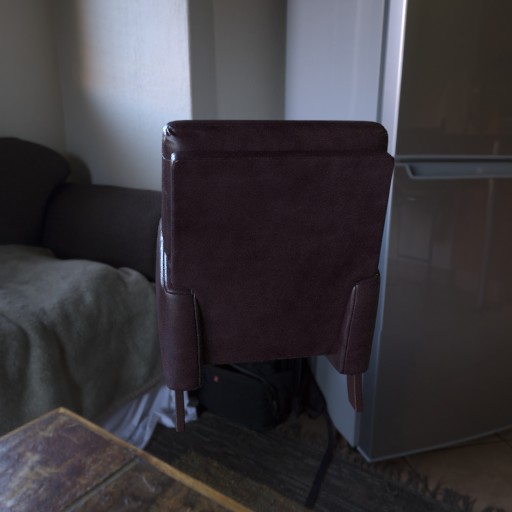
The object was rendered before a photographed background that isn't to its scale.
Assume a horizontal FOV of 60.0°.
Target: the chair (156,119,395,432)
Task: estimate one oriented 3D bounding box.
[{"bbox_3d":[0.000,0.000,1.717,0.762,0.990,0.990,-3,16,-10],"label":"chair"}]
